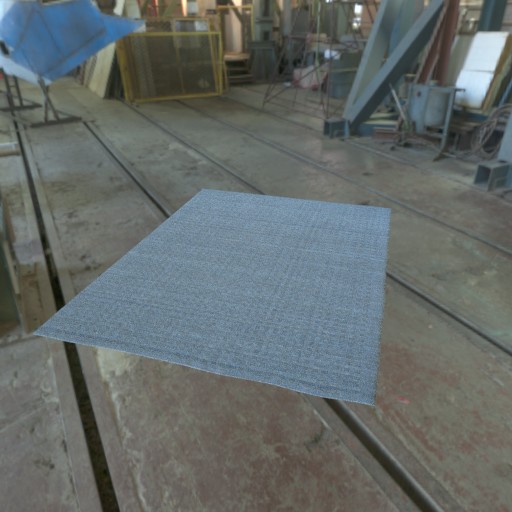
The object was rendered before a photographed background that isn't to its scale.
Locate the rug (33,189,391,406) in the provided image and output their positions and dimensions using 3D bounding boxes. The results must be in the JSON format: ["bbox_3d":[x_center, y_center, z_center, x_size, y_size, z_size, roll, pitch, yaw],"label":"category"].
[{"bbox_3d":[0.000,0.000,4.267,2.443,0.007,3.200,8,30,15],"label":"rug"}]
